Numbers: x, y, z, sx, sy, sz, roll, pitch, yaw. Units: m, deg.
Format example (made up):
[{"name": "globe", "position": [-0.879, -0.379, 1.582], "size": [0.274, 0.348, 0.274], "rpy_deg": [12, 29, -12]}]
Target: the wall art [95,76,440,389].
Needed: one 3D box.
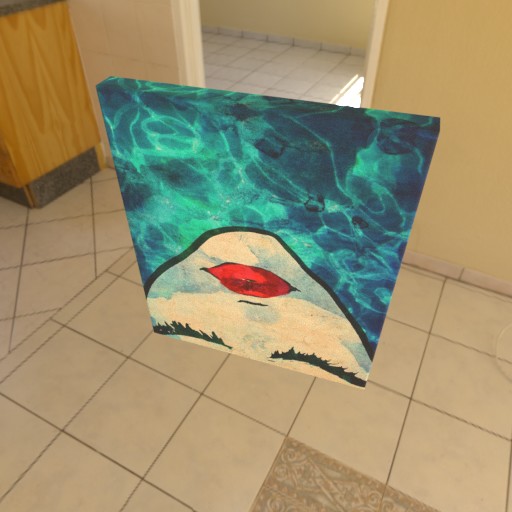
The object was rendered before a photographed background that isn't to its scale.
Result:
[{"name": "wall art", "position": [0.000, 0.000, 0.712], "size": [0.432, 0.508, 0.038], "rpy_deg": [12, 43, 13]}]
